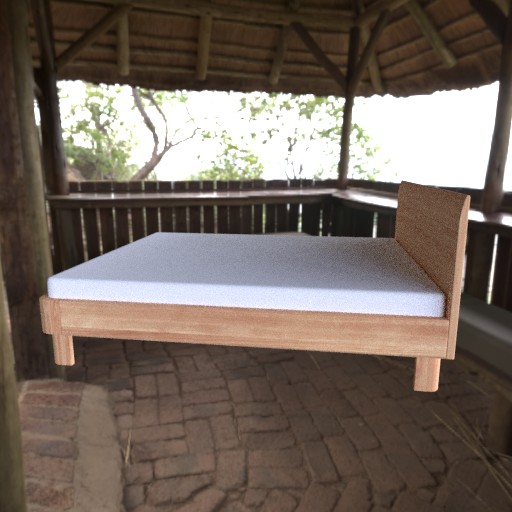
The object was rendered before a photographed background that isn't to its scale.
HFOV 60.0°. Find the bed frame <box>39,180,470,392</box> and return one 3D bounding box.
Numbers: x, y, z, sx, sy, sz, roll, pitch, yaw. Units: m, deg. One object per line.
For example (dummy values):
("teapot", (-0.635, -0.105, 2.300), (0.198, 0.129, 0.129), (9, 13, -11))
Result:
("bed frame", (0.000, 0.000, 2.931), (2.092, 0.940, 1.660), (2, 12, 8))
